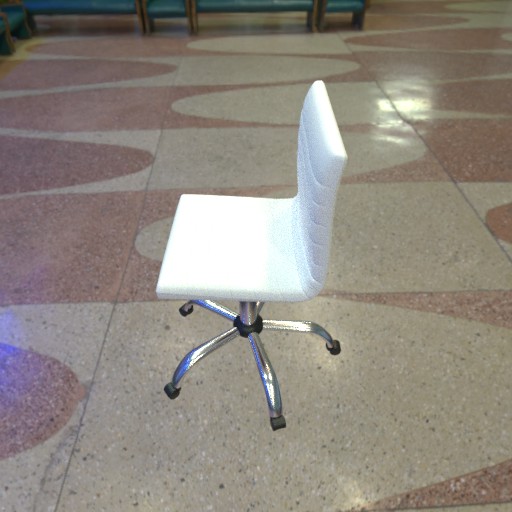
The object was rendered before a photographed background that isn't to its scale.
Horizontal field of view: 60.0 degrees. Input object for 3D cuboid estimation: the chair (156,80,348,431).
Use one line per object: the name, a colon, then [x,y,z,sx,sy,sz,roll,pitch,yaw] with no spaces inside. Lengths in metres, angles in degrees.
chair: [0.000,0.000,1.153,0.530,0.780,0.556,0,40,0]
